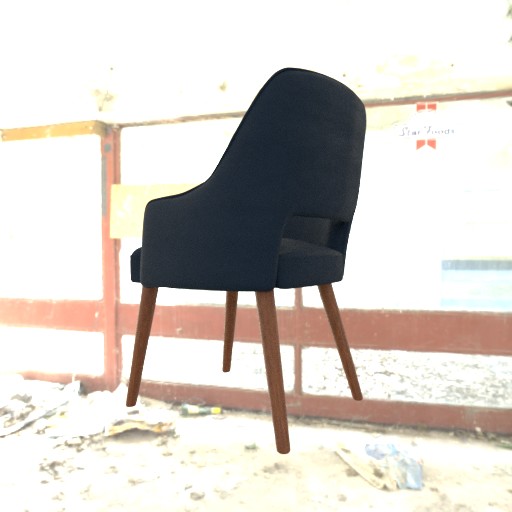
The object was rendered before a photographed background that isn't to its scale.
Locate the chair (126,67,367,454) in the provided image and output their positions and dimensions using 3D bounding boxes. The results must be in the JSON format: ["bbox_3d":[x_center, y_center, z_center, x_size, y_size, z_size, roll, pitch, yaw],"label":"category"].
[{"bbox_3d":[0.000,0.000,1.255,0.591,0.844,0.559,1,1,35],"label":"chair"}]
